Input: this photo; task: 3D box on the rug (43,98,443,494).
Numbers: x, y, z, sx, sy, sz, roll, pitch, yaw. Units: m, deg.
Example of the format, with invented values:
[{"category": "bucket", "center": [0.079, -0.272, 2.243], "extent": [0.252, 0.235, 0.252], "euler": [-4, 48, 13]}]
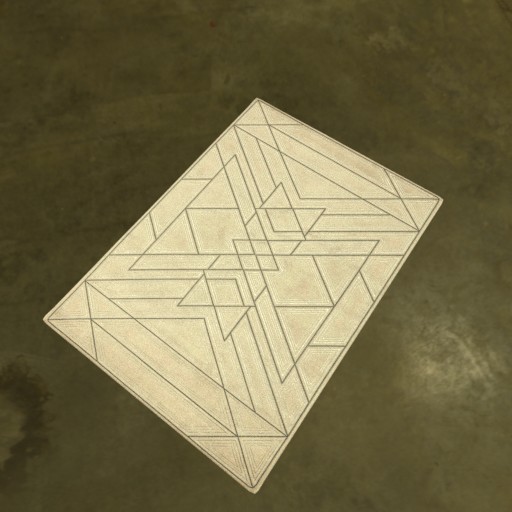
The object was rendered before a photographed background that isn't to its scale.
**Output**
[{"category": "rug", "center": [0.000, 0.000, 4.367], "extent": [2.436, 0.026, 3.381], "euler": [33, 69, 15]}]
